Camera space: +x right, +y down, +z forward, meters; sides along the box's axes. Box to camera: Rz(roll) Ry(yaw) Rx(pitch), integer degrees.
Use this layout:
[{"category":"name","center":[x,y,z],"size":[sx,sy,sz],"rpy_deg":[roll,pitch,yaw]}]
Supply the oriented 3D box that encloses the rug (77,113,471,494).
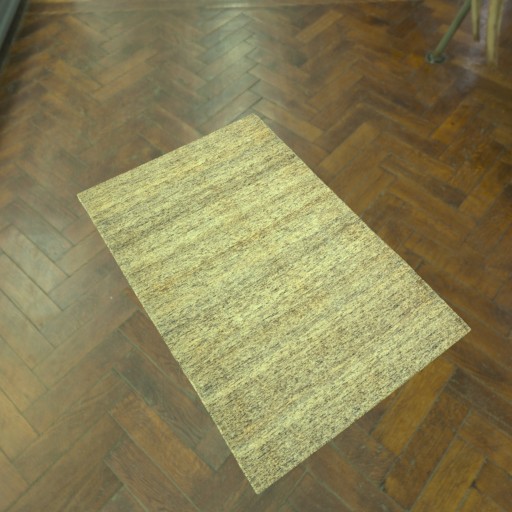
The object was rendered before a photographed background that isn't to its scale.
[{"category":"rug","center":[0.000,0.000,2.326],"size":[1.243,0.014,1.846],"rpy_deg":[-30,63,-17]}]
